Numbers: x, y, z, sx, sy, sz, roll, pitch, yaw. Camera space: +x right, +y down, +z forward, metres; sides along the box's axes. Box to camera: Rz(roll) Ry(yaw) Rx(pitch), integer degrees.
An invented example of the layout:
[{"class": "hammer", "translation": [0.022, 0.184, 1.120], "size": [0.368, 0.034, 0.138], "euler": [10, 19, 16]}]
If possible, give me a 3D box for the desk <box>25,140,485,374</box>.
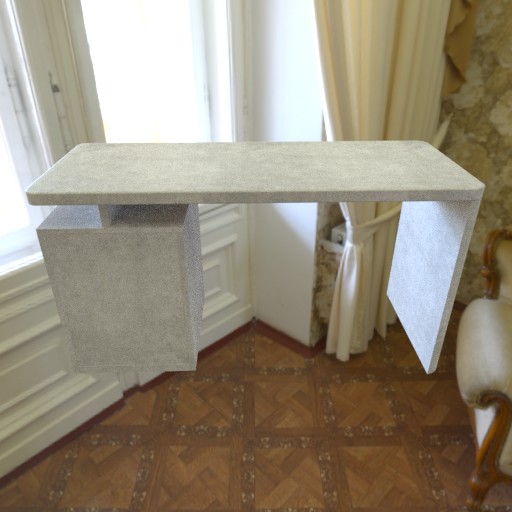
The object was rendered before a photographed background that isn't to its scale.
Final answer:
[{"class": "desk", "translation": [0.000, 0.000, 1.739], "size": [1.400, 0.755, 0.550], "euler": [-1, 29, -1]}]
